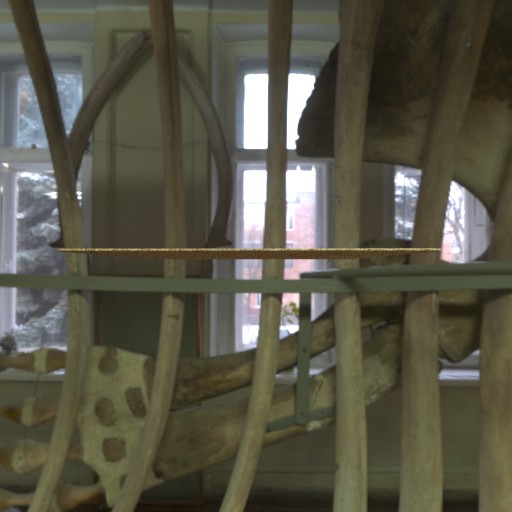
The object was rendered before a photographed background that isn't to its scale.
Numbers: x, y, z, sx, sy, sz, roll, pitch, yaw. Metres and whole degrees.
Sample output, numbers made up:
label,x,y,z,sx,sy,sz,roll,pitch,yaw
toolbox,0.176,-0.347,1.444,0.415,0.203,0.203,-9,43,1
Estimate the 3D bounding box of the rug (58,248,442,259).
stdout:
label,x,y,z,sx,sy,sz,roll,pitch,yaw
rug,0.000,0.000,2.813,1.566,0.013,2.141,0,-1,1
